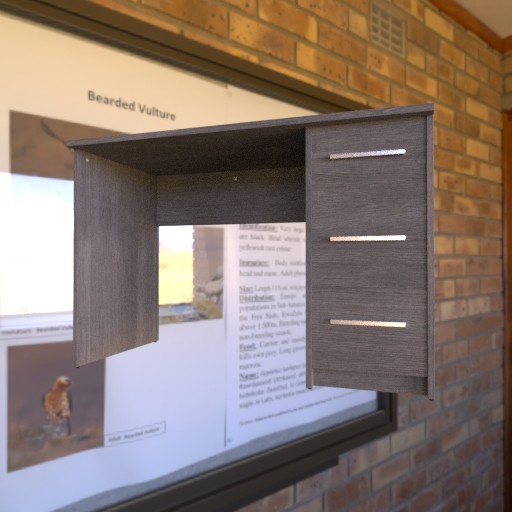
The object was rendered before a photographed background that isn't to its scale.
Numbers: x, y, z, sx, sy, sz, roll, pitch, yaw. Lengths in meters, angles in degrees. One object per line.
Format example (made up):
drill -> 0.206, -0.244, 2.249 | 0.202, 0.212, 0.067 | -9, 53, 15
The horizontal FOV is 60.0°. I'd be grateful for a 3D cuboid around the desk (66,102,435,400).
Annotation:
desk -> 0.000, 0.000, 1.509 | 1.097, 0.735, 0.560 | 0, -1, 18
